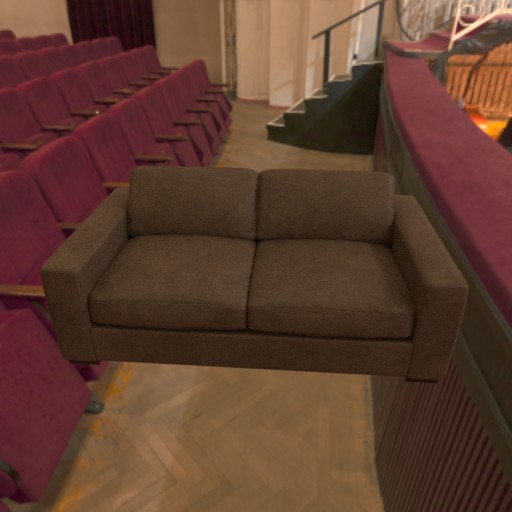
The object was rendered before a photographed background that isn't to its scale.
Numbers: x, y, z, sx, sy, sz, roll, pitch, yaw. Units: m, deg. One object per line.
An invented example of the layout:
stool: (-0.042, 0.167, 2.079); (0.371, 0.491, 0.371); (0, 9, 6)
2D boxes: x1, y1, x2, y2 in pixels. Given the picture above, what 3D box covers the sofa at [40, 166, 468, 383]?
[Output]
sofa: (0.000, 0.000, 2.463); (1.920, 0.800, 1.070); (2, 30, 4)
